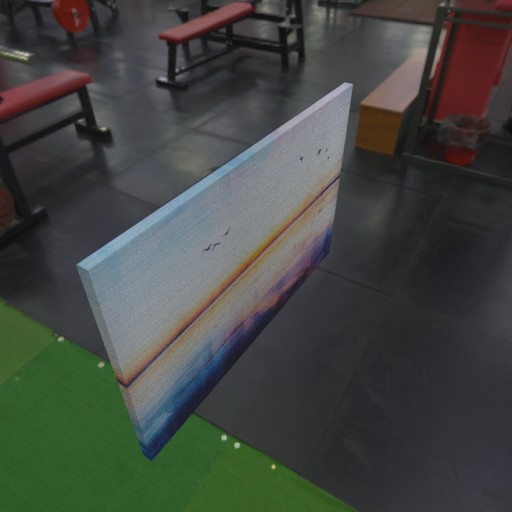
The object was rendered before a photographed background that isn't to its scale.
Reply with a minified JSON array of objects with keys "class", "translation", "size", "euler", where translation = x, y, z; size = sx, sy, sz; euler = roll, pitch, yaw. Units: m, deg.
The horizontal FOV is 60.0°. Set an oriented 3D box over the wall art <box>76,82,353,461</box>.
[{"class":"wall art","translation":[0.000,0.000,1.411],"size":[0.034,0.756,1.137],"euler":[24,46,25]}]
